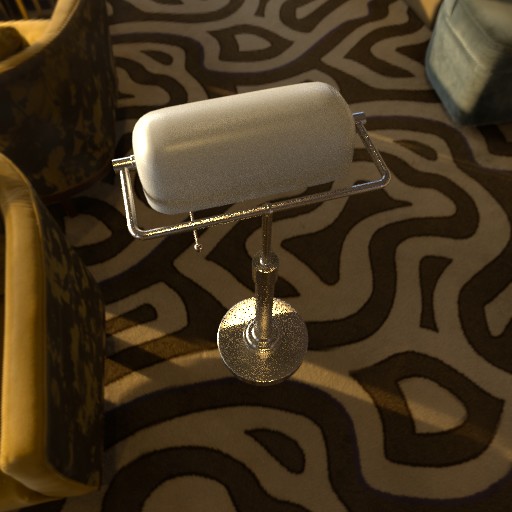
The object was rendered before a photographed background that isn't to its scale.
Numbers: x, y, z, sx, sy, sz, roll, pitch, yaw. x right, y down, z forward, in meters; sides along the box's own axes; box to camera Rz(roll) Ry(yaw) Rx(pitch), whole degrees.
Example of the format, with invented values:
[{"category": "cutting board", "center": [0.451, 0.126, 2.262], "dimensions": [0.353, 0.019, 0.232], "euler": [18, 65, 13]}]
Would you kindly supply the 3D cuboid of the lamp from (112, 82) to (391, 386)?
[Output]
[{"category": "lamp", "center": [0.000, 0.000, 0.569], "dimensions": [0.269, 0.404, 0.227], "euler": [-13, 59, -8]}]
